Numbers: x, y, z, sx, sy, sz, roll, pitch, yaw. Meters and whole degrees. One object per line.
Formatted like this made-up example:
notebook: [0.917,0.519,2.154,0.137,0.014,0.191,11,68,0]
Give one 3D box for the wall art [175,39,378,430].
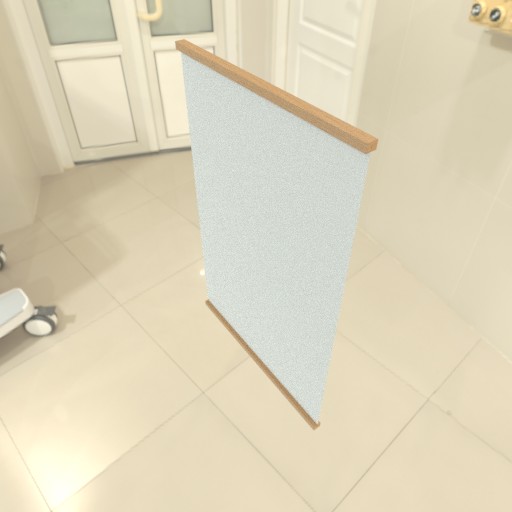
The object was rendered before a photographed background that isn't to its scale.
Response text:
wall art: [0.000,0.000,0.647,0.013,0.510,0.335,-26,49,-26]
